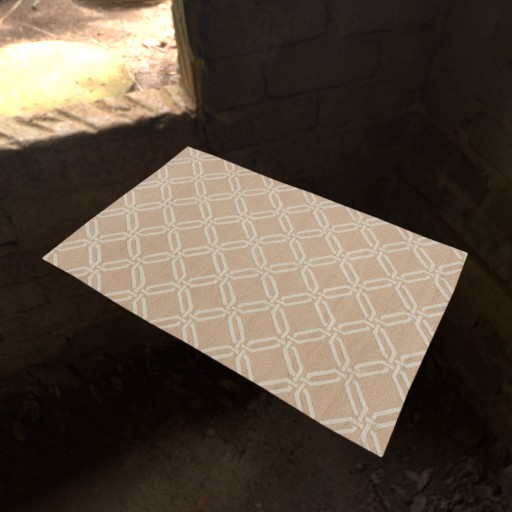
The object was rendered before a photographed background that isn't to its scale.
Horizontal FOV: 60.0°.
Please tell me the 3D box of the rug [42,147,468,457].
[{"bbox_3d":[0.000,0.000,2.150,1.745,0.010,1.146,25,52,21],"label":"rug"}]
